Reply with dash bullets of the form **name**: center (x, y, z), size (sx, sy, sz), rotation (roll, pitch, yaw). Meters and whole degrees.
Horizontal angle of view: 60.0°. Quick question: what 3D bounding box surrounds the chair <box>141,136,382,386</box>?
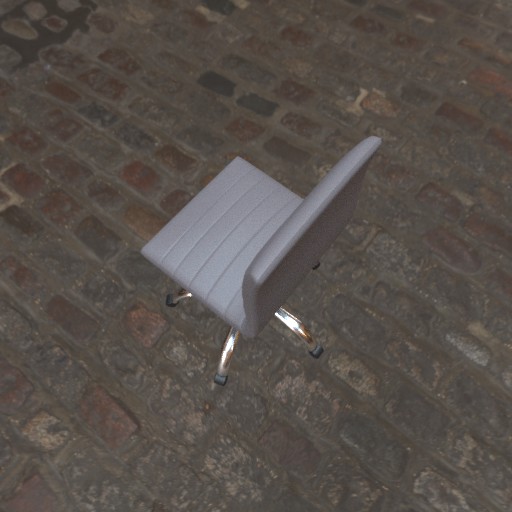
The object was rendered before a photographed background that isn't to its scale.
- **chair**: center (0.000, 0.000, 1.165), size (0.530, 0.780, 0.556), rotation (35, 68, 17)
